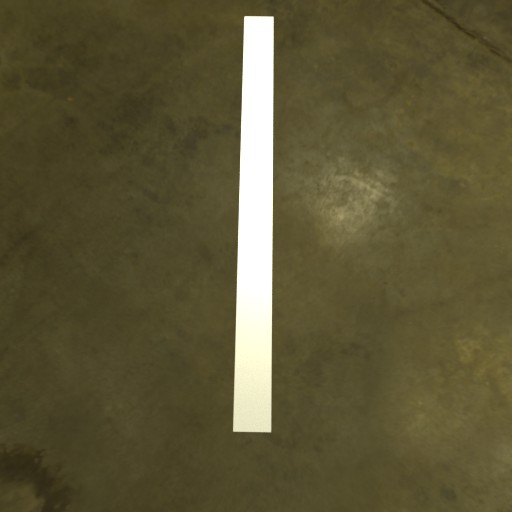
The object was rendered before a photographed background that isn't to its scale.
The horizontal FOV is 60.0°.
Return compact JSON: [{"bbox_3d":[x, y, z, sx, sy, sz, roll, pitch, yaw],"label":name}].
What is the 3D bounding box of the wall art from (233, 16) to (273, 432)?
[{"bbox_3d":[0.000,0.000,0.752,0.038,0.506,0.506,1,74,0],"label":"wall art"}]
